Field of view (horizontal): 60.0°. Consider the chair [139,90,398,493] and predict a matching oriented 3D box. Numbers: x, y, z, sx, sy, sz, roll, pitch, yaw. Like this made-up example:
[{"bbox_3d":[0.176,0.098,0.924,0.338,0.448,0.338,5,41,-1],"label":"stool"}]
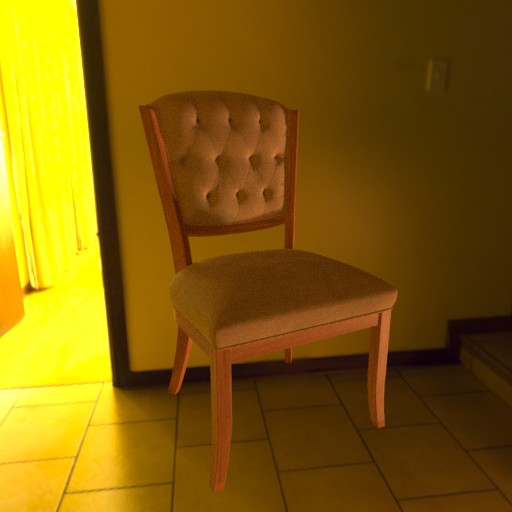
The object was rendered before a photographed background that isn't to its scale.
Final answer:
[{"bbox_3d":[0.000,0.000,1.232,0.513,0.905,0.584,-8,17,-27],"label":"chair"}]
